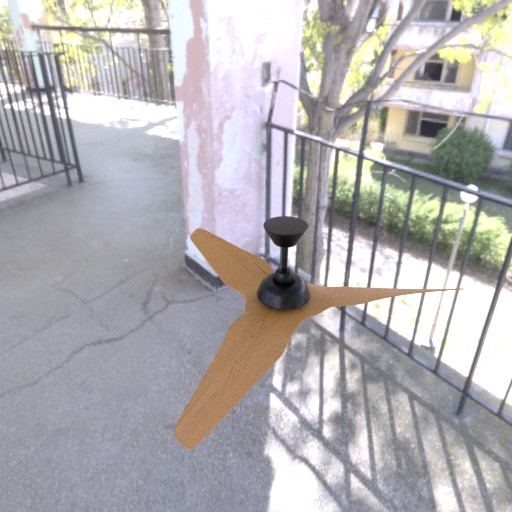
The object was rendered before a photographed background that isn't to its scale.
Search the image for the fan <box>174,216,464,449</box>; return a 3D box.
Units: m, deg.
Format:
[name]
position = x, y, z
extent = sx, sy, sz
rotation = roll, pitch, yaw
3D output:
[fan]
position = 0.000, 0.000, 1.603
extent = 1.142, 0.355, 1.010
rotation = -20, 35, -32
